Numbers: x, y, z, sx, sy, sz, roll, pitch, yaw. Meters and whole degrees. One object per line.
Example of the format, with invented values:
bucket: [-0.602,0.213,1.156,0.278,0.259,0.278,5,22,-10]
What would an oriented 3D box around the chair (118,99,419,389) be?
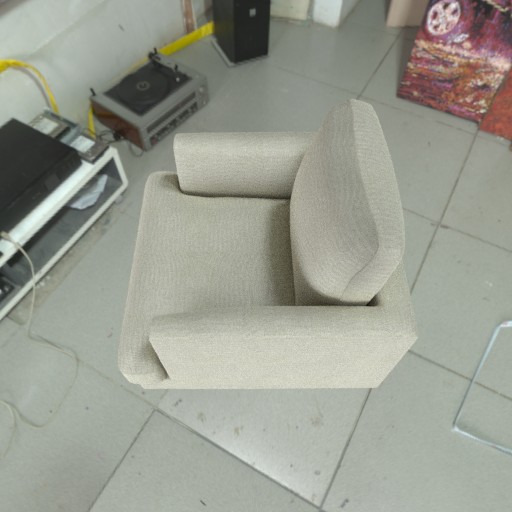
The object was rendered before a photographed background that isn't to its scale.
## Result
chair: [0.000,0.000,1.612,0.899,0.957,0.858,0,58,0]
